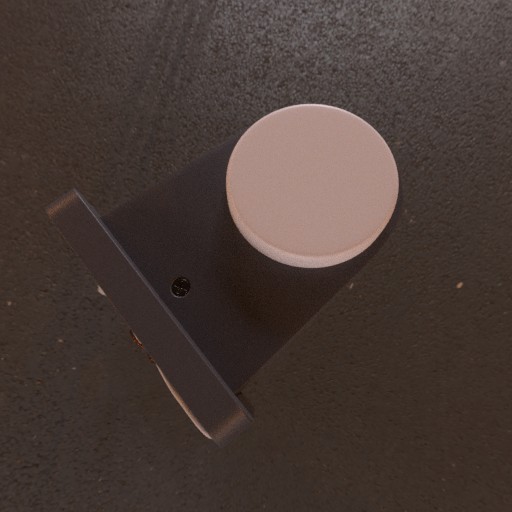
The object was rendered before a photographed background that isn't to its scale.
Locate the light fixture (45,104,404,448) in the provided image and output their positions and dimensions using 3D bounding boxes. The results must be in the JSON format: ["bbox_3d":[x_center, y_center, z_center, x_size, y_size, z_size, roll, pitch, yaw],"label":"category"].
[{"bbox_3d":[0.000,0.000,0.209,0.132,0.109,0.109,-38,77,-10],"label":"light fixture"}]
